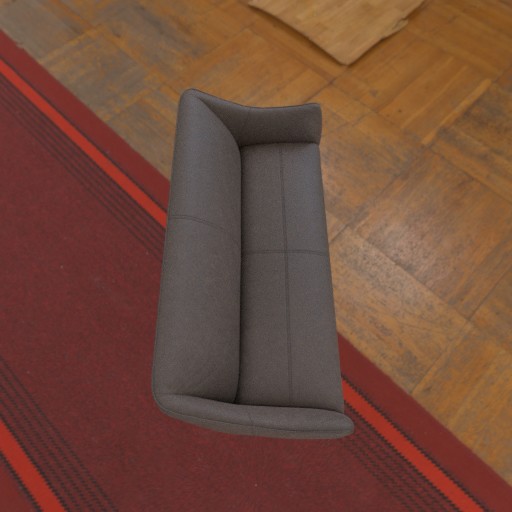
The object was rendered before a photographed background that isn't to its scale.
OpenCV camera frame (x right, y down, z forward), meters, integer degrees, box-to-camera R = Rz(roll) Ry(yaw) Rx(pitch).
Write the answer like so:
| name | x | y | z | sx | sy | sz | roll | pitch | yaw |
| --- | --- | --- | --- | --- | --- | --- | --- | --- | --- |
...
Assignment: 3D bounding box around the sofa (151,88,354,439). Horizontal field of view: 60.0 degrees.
| name | x | y | z | sx | sy | sz | roll | pitch | yaw |
| --- | --- | --- | --- | --- | --- | --- | --- | --- | --- |
| sofa | 0.000 | 0.000 | 2.489 | 0.869 | 0.831 | 1.928 | 0 | 63 | 0 |
